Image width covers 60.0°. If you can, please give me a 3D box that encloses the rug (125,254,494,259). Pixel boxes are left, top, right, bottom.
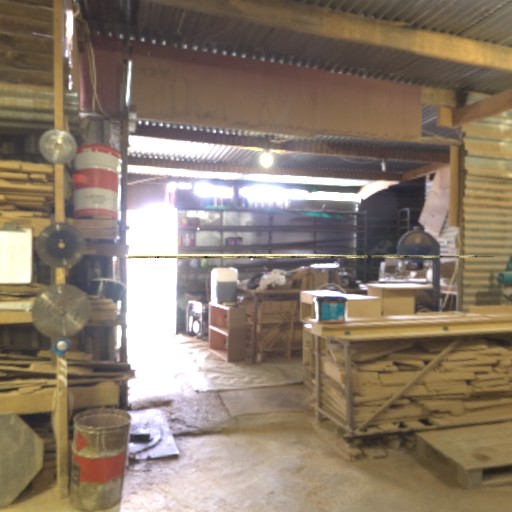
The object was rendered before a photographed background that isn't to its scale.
[{"bbox_3d":[0.000,0.000,4.144,2.342,0.026,3.221,0,0,-17],"label":"rug"}]
